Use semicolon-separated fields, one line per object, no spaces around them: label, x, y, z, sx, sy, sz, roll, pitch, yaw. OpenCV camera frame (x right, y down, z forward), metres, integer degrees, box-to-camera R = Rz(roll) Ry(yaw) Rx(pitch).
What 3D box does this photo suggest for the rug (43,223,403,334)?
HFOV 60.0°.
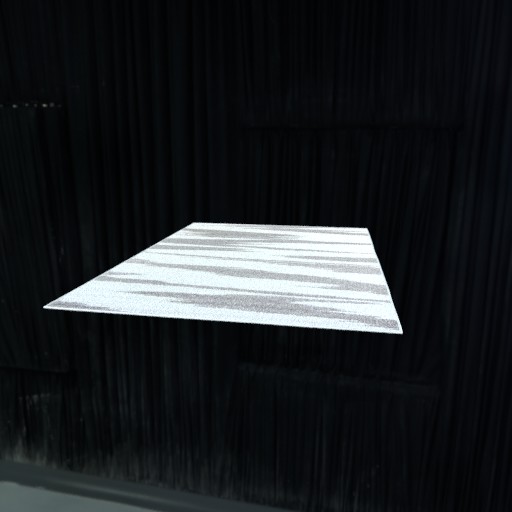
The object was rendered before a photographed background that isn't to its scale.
rug;0.000;0.000;2.846;1.533;0.010;2.142;3;15;10
